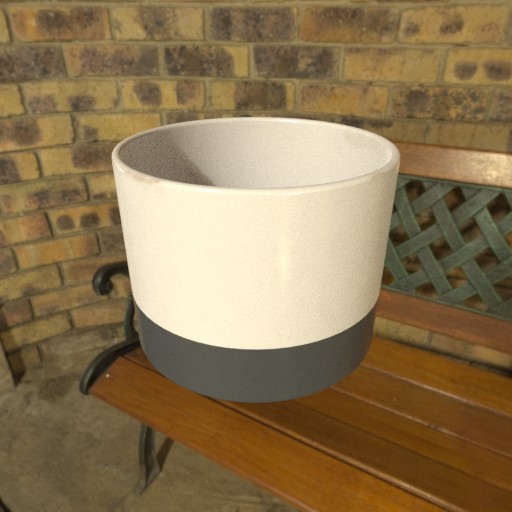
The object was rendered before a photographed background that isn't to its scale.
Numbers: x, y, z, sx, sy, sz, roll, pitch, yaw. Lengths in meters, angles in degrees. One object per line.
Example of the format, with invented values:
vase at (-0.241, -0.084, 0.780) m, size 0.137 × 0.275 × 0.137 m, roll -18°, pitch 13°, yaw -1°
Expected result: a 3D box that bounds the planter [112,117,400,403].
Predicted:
planter at (0.000, 0.000, 0.348) m, size 0.193 × 0.177 × 0.193 m, roll 0°, pitch 28°, yaw 0°
